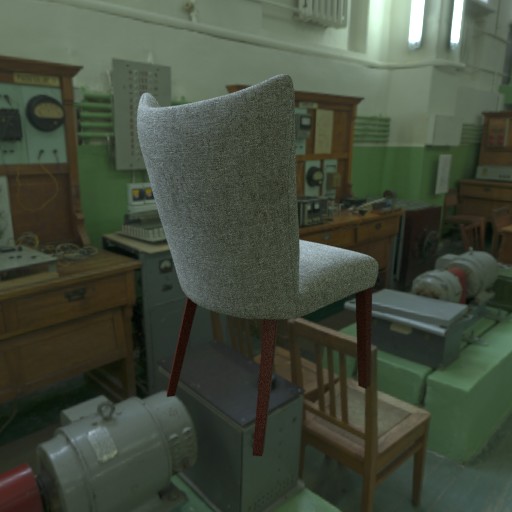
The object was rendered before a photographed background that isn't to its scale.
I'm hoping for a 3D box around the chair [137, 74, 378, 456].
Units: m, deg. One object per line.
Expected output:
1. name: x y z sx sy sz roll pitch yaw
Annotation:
1. chair: 0.000 0.000 1.310 0.535 0.924 0.623 14 20 43
